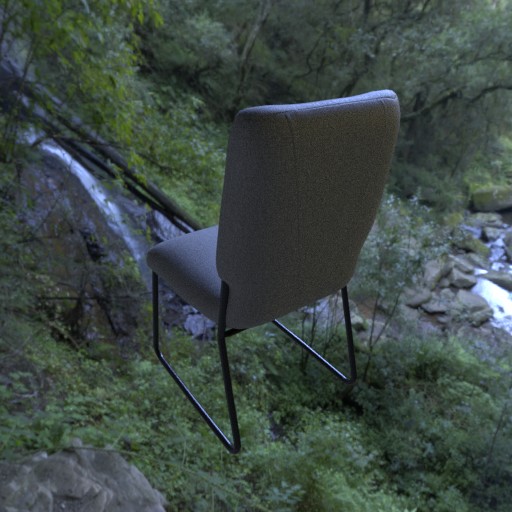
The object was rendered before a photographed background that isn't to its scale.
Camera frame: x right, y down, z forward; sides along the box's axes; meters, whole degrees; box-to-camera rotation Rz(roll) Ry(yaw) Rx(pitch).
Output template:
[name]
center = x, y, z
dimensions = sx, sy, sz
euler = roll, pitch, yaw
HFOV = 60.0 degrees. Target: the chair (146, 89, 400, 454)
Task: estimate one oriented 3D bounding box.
[chair]
center = 0.000, 0.000, 1.181
dimensions = 0.448, 0.864, 0.560
euler = -19, 34, -30
